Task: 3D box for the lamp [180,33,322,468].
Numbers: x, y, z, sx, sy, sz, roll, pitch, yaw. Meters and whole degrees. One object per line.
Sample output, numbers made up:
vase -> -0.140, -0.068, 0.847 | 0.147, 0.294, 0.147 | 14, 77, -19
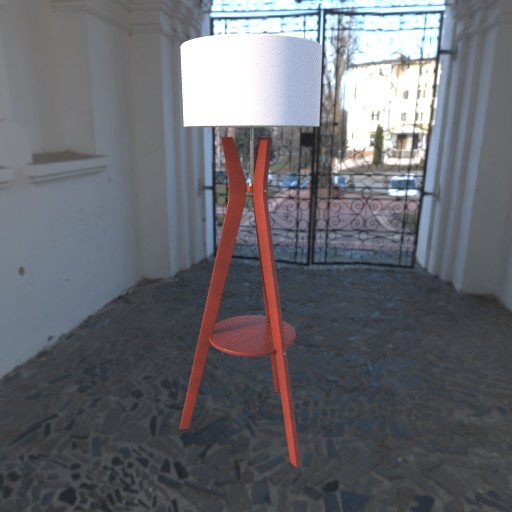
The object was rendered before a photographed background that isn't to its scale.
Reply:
lamp -> 0.000, 0.000, 1.725 | 0.539, 1.472, 0.542 | 7, 17, 24
